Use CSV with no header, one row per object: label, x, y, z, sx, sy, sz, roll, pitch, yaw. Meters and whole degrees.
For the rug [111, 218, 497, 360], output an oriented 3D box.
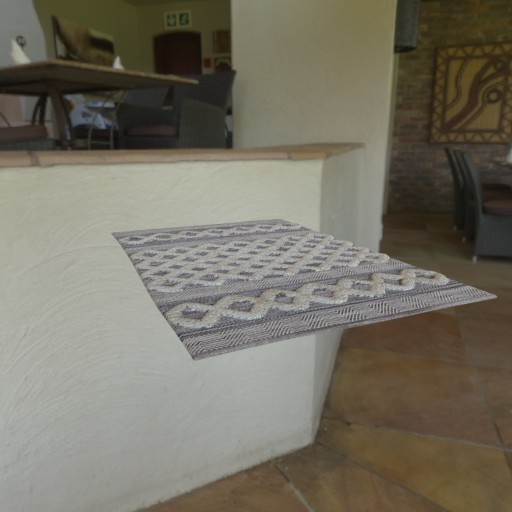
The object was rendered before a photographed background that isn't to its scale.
rug,0.000,0.000,2.268,1.222,0.030,1.823,-7,16,-23
